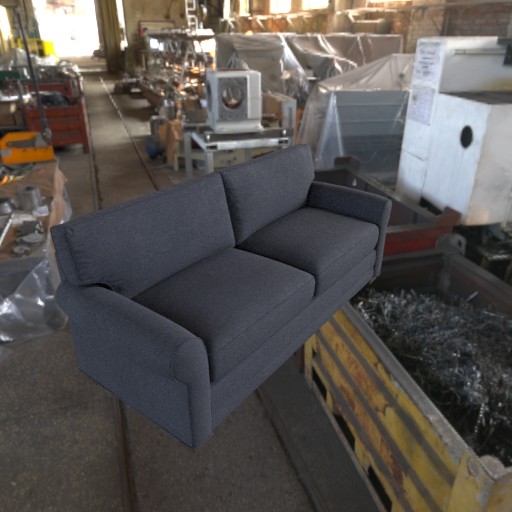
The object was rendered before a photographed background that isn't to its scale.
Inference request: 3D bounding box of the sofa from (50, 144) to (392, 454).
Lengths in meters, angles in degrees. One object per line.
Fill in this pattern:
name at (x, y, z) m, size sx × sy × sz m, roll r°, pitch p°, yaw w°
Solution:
sofa at (0.000, 0.000, 2.905) m, size 0.954 × 1.026 × 2.391 m, roll 19°, pitch 32°, yaw 32°
